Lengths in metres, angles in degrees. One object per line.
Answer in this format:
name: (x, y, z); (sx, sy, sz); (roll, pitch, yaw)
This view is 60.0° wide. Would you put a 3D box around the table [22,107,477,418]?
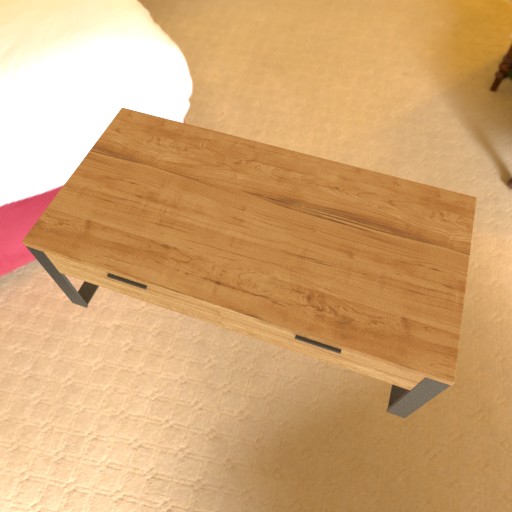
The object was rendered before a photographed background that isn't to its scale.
table: (0.000, 0.000, 1.441); (1.180, 0.400, 0.590); (17, 60, 10)
